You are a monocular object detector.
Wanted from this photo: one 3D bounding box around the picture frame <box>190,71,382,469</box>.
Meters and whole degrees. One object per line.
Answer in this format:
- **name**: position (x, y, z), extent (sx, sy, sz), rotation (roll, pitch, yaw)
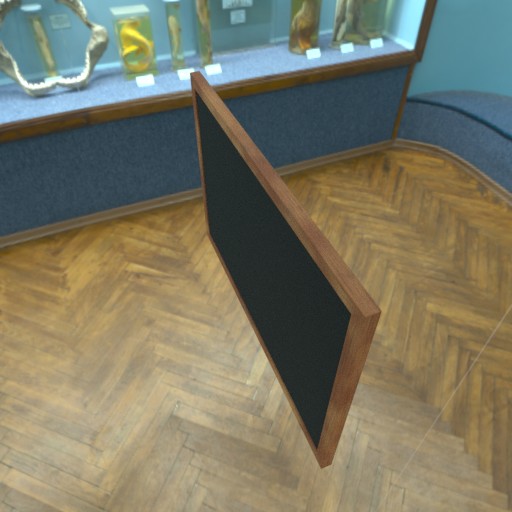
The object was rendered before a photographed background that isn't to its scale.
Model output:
- **picture frame**: position (0.000, 0.000, 1.212), extent (0.029, 0.640, 0.950), rotation (-16, 48, -15)
